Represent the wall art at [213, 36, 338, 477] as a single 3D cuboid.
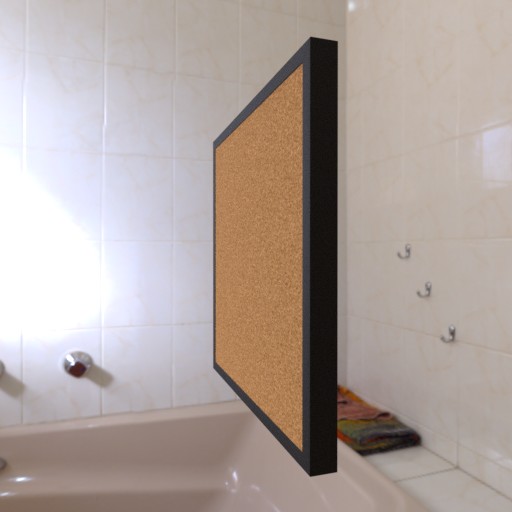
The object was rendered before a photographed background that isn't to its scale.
[{"bbox_3d":[0.000,0.000,0.752,0.036,0.503,0.506,0,0,-18],"label":"wall art"}]
